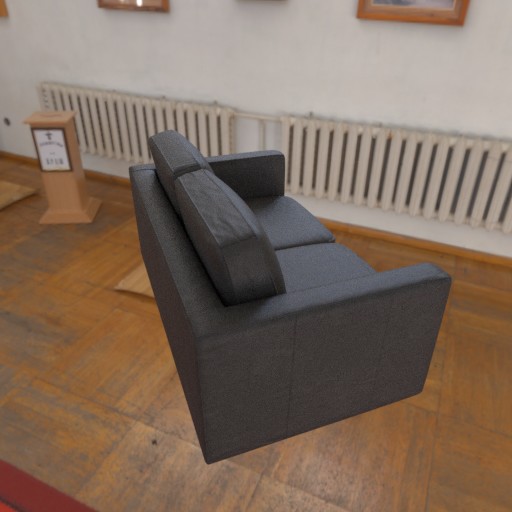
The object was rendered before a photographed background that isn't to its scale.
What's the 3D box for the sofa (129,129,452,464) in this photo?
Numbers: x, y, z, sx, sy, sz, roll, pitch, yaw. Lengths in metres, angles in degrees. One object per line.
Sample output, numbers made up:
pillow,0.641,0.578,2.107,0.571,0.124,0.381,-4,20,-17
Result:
sofa,0.000,0.000,1.971,0.879,0.899,1.430,-11,32,-18
